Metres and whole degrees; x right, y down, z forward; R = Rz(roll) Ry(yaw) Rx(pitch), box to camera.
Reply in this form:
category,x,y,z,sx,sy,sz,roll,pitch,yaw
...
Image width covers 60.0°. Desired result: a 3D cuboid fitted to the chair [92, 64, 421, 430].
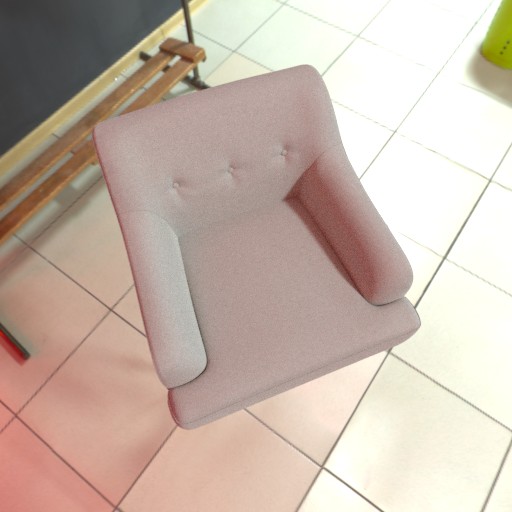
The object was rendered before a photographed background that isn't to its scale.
category,x,y,z,sx,sy,sz,roll,pitch,yaw
chair,0.000,0.000,1.669,0.946,0.818,0.951,-20,65,-9
